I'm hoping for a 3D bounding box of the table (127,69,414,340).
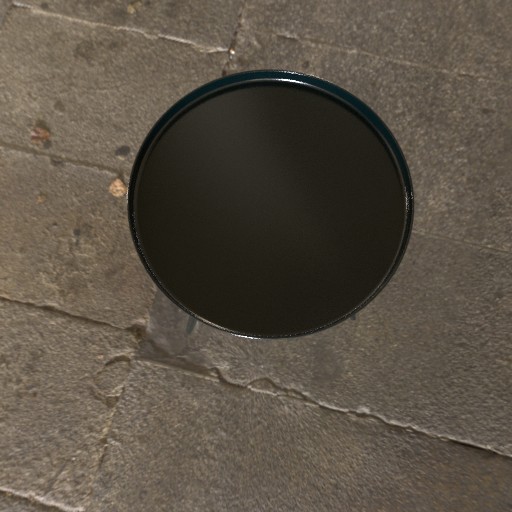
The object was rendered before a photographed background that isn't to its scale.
[{"bbox_3d":[0.000,0.000,0.831,0.415,0.548,0.403,-30,78,-7],"label":"table"}]
